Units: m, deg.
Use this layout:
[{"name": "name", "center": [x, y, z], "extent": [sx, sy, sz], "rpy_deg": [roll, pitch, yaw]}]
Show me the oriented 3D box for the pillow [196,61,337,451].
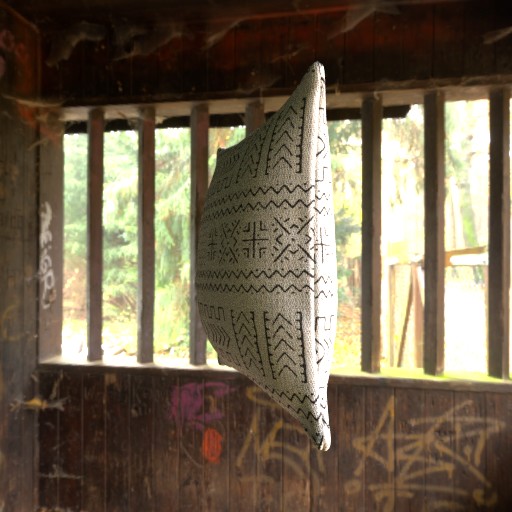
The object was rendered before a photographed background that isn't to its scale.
[{"name": "pillow", "center": [0.000, 0.000, 0.676], "extent": [0.164, 0.430, 0.438], "rpy_deg": [0, 0, -19]}]
